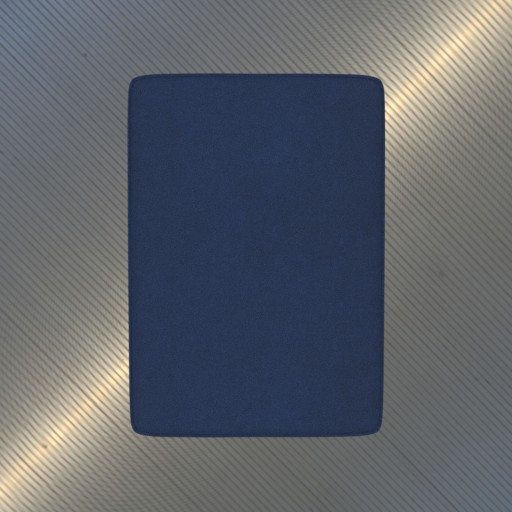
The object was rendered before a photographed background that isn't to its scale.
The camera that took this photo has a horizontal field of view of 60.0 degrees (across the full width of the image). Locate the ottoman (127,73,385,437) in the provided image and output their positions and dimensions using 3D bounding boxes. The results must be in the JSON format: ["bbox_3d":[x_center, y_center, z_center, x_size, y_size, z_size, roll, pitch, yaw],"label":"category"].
[{"bbox_3d":[0.000,0.000,1.414,0.686,0.584,0.965,0,91,0],"label":"ottoman"}]
